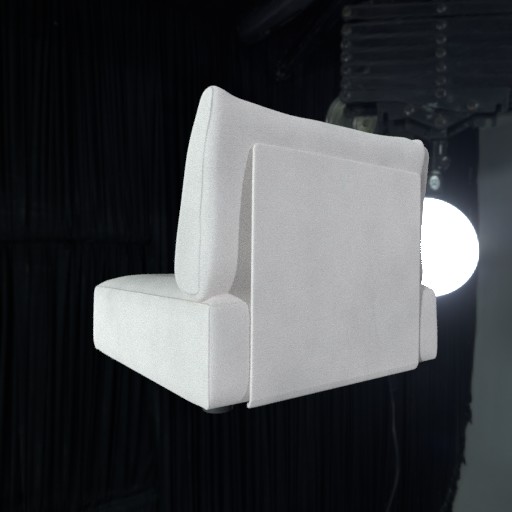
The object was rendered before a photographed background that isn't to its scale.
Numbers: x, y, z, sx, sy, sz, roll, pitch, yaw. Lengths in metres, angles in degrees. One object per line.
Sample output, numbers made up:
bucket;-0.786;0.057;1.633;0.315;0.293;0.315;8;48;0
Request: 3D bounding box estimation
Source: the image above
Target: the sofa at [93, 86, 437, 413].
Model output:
sofa;0.000;0.000;1.723;1.000;0.820;1.000;0;-1;-36
